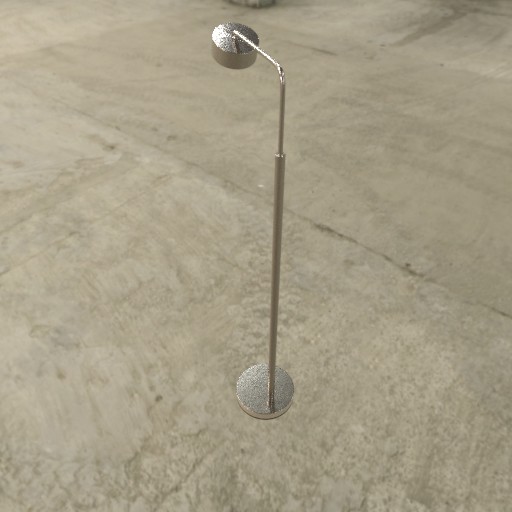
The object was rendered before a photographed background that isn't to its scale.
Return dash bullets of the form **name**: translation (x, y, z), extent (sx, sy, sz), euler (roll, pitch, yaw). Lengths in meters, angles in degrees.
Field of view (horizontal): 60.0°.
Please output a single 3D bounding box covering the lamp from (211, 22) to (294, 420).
- **lamp**: translation (0.000, 0.000, 1.395), extent (0.222, 1.250, 0.421), euler (-14, 42, -16)
